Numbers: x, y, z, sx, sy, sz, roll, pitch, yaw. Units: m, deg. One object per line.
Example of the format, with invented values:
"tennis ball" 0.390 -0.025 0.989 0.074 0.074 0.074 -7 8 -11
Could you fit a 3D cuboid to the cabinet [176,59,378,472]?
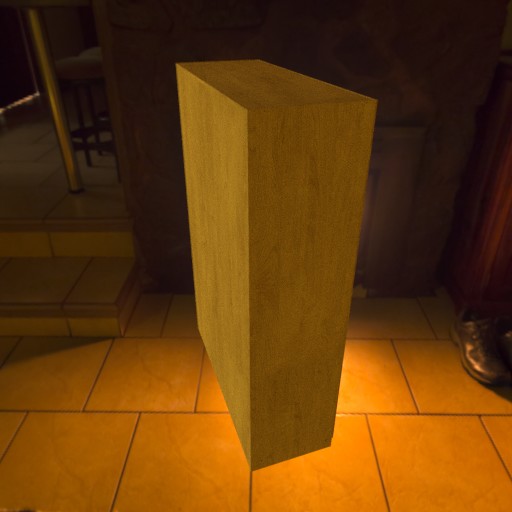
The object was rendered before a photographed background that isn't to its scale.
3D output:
"cabinet" 0.000 0.000 2.528 0.510 1.910 1.290 -10 32 -17
